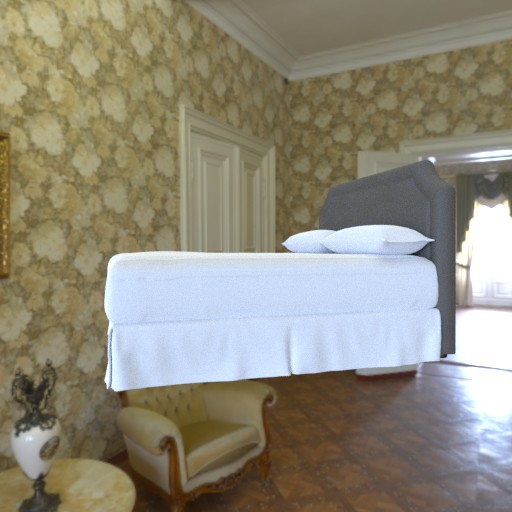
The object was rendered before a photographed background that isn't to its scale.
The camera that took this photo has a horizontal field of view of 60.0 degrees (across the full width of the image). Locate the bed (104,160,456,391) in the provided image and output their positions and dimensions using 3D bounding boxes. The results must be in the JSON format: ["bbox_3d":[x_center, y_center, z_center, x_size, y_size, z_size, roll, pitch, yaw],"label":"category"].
[{"bbox_3d":[0.000,0.000,3.953,2.536,1.561,2.194,0,1,-18],"label":"bed"}]
